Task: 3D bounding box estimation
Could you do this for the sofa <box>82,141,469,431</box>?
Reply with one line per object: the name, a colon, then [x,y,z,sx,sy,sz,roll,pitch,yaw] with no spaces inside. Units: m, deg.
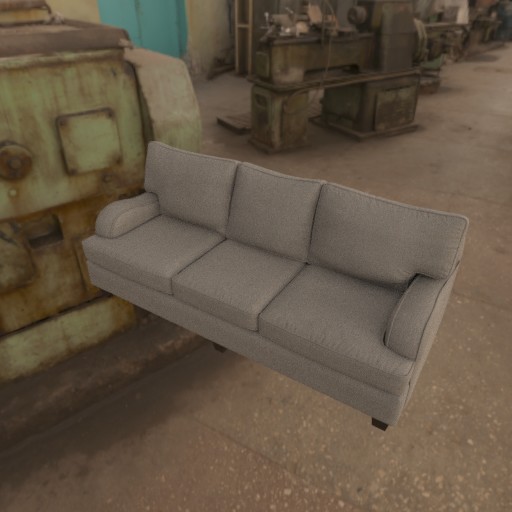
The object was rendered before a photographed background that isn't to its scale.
sofa: [0.000,0.000,2.903,2.323,0.991,1.016,19,37,27]
